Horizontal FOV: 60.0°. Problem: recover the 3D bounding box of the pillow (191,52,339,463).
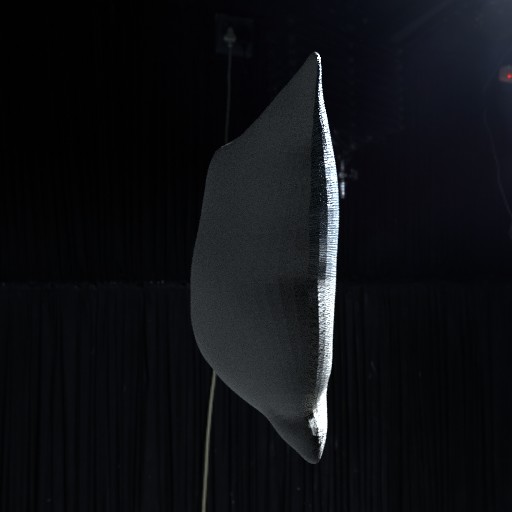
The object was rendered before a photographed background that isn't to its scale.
[{"bbox_3d":[0.000,0.000,0.673,0.182,0.441,0.440,0,0,-19],"label":"pillow"}]
